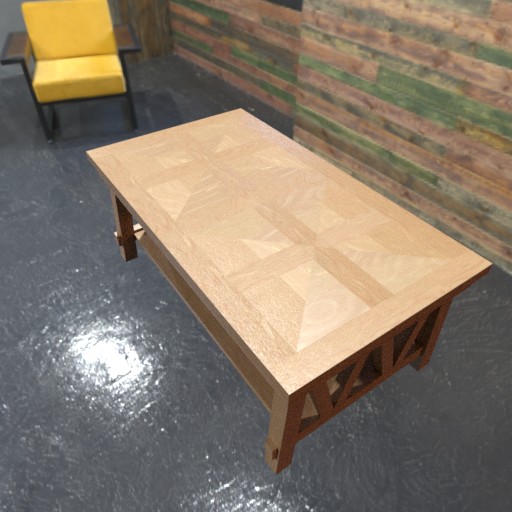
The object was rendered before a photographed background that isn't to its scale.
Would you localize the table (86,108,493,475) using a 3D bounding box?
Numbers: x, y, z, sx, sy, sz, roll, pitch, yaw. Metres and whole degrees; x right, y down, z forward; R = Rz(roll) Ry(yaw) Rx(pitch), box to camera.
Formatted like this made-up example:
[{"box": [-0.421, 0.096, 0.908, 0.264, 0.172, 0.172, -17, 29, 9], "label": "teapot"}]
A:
[{"box": [0.000, 0.000, 1.630, 0.711, 0.507, 1.270, -25, 47, -25], "label": "table"}]
